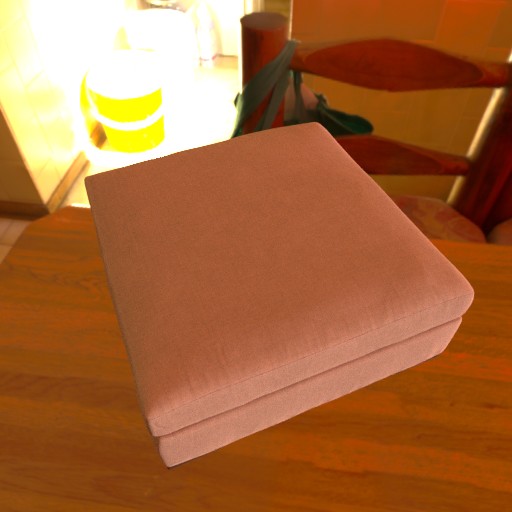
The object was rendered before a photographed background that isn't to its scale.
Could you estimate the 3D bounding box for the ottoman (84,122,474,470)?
[{"bbox_3d":[0.000,0.000,1.806,1.171,0.517,1.203,-17,50,-15],"label":"ottoman"}]
